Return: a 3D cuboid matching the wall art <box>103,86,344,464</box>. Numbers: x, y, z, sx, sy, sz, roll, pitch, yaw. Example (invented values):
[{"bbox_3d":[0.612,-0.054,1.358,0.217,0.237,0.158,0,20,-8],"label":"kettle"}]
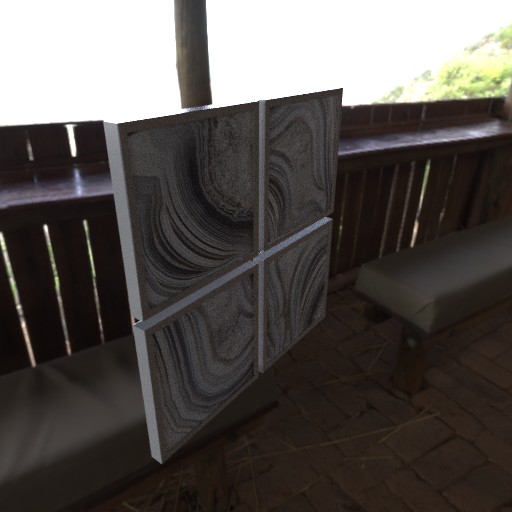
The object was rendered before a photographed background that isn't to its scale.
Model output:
[{"bbox_3d":[0.000,0.000,0.913,0.029,0.611,0.611,18,31,33],"label":"wall art"}]
